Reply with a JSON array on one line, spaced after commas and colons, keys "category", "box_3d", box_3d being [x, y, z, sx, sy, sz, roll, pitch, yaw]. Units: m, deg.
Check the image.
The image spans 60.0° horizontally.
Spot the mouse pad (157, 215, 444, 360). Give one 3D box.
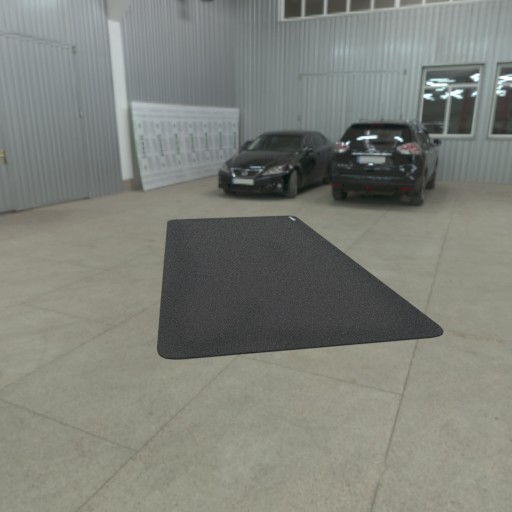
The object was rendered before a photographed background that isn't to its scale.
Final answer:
[{"category": "mouse pad", "box_3d": [0.000, 0.000, 1.041, 0.424, 0.003, 0.907, -3, 17, -9]}]
